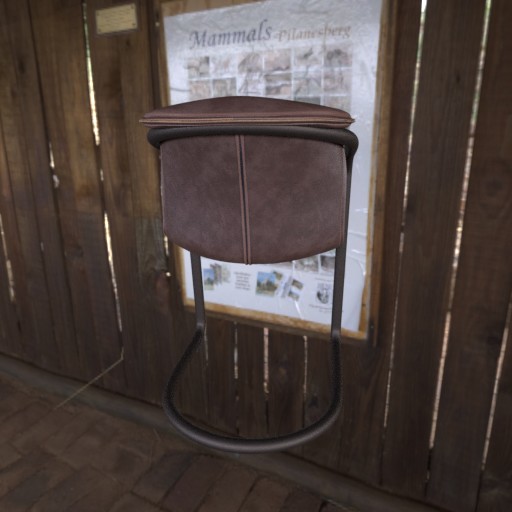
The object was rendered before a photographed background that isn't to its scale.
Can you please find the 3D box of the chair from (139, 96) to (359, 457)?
[{"bbox_3d":[0.000,0.000,1.271,0.536,0.836,0.664,2,16,8],"label":"chair"}]
